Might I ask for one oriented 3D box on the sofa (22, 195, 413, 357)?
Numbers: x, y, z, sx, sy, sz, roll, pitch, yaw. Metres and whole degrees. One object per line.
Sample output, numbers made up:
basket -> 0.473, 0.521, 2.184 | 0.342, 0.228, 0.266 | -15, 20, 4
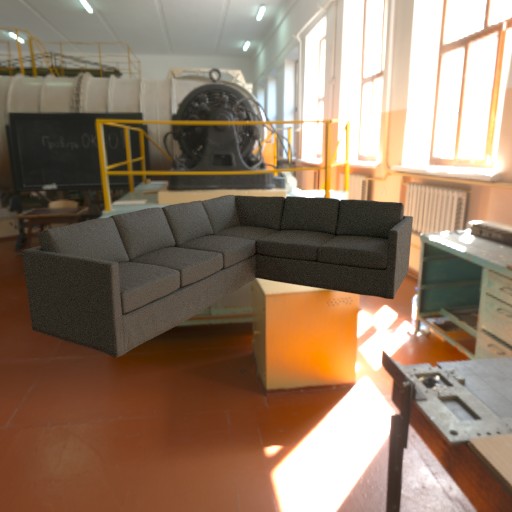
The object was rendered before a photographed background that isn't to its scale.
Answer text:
sofa -> 0.000, 0.000, 4.280 | 2.432, 0.871, 3.182 | 7, 15, 26
